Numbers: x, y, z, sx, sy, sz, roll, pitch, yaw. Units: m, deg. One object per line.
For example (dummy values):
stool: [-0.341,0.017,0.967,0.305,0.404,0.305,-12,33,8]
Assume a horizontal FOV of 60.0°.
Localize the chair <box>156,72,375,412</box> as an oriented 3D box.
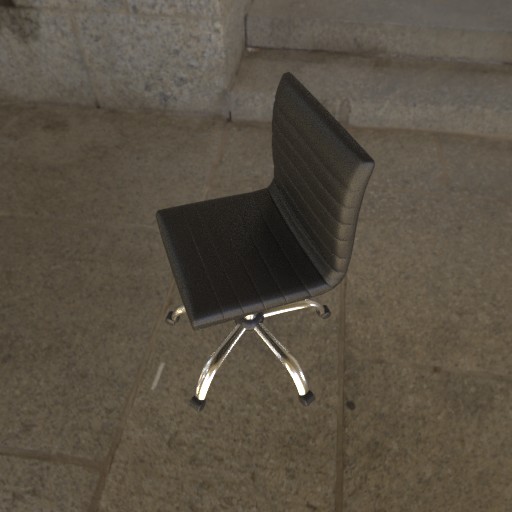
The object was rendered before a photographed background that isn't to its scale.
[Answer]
chair: [0.000,0.000,1.163,0.530,0.780,0.556,-15,49,-14]
